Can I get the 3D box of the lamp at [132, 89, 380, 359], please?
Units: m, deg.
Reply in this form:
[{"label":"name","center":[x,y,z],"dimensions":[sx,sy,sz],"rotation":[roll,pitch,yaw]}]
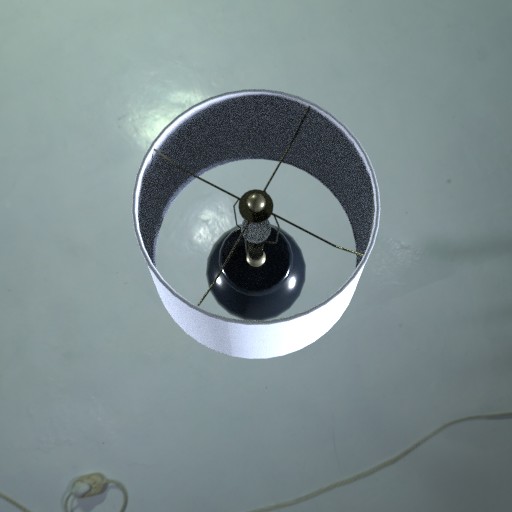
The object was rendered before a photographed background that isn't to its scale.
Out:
[{"label":"lamp","center":[0.000,0.000,0.530],"dimensions":[0.239,0.399,0.239],"rotation":[0,78,0]}]
